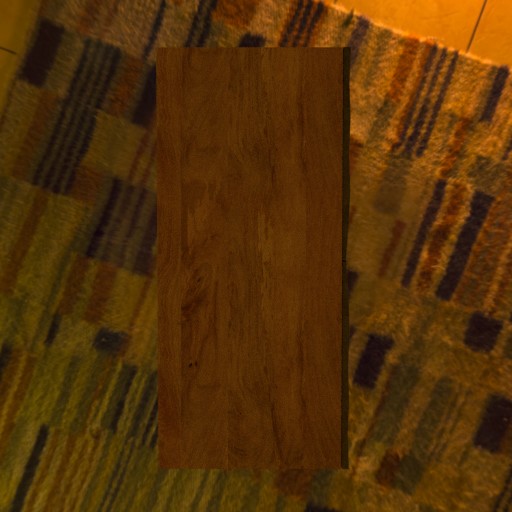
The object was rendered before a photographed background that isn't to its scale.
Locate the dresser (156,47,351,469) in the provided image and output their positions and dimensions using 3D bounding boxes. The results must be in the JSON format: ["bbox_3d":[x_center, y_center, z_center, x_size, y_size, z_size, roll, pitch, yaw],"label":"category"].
[{"bbox_3d":[0.000,0.000,1.426,0.446,0.847,0.967,0,91,0],"label":"dresser"}]
